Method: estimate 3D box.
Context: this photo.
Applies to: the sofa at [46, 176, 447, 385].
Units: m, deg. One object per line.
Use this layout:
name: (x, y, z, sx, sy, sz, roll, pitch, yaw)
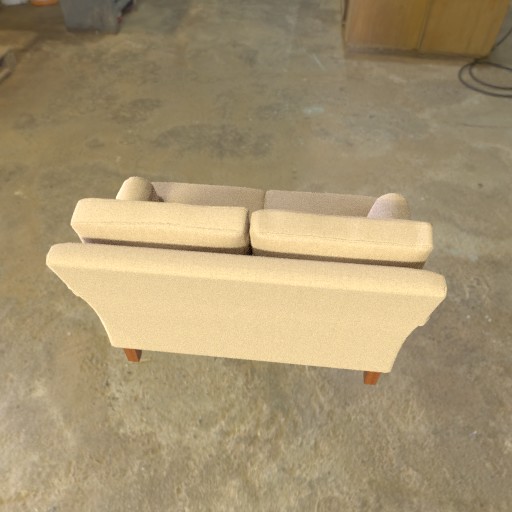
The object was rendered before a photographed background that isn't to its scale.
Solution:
sofa: (0.000, 0.000, 2.242, 1.508, 1.048, 1.087, 4, 47, 4)
